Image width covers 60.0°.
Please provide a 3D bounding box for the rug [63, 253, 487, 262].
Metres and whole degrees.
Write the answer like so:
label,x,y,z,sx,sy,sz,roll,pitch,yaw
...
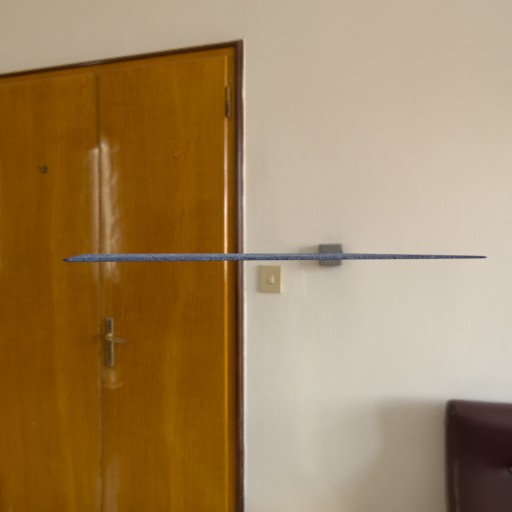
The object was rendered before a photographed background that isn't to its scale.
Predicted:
label,x,y,z,sx,sy,sz,roll,pitch,yaw
rug,0.000,0.000,4.256,3.245,0.024,2.385,0,1,-19
